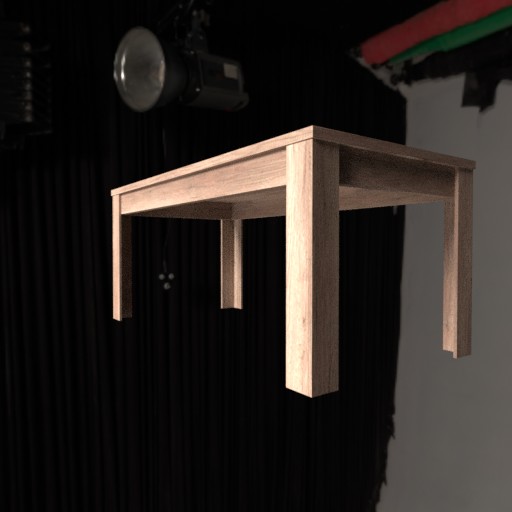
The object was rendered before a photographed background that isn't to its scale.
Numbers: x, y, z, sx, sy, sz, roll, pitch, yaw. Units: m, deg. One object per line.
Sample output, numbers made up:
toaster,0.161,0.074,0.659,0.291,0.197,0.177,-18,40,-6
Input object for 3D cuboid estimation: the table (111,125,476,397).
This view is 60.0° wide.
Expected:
table,0.000,0.000,2.272,0.900,0.790,1.800,-1,1,-36
